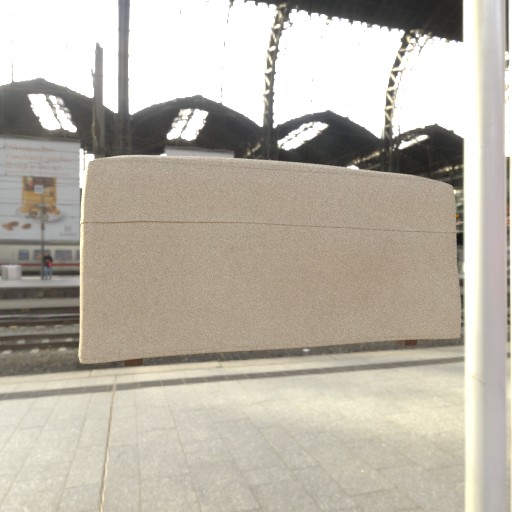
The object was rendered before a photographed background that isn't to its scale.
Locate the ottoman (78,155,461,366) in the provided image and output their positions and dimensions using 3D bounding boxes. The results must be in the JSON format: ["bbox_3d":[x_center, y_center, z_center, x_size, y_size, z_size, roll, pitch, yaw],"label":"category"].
[{"bbox_3d":[0.000,0.000,1.192,0.872,0.444,0.590,0,-1,-18],"label":"ottoman"}]
